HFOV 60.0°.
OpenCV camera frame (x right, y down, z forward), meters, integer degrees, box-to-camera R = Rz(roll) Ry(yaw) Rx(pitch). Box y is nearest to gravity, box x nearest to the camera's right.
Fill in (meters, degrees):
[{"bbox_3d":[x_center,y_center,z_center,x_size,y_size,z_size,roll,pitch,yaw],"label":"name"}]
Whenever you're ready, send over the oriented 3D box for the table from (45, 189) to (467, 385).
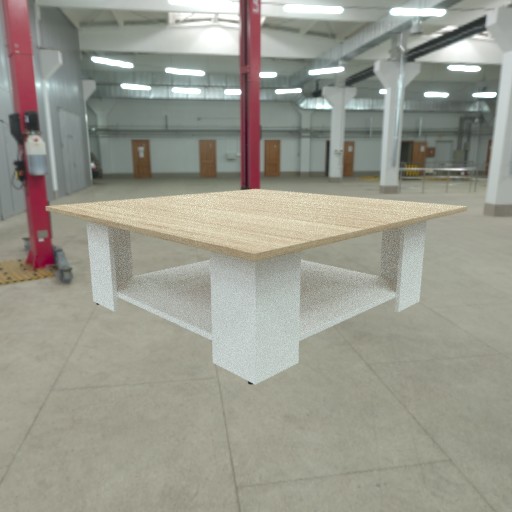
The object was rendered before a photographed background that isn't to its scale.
[{"bbox_3d":[0.000,0.000,1.357,0.890,0.305,0.890,-13,18,-43],"label":"table"}]
